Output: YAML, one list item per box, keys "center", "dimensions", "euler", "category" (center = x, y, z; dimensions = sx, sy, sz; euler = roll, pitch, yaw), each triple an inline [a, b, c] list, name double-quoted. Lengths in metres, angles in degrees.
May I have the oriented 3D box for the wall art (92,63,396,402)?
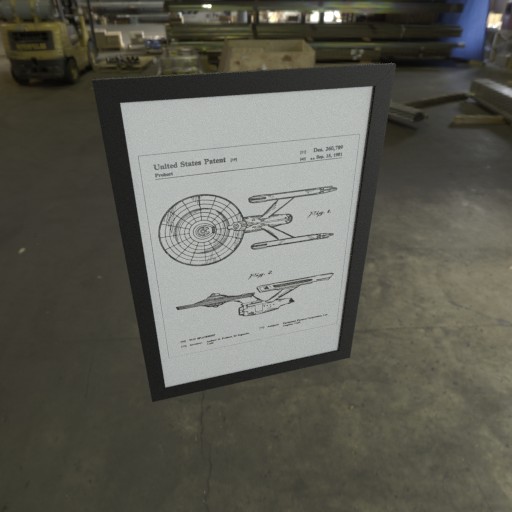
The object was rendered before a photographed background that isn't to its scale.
- center: [0.000, 0.000, 0.678]
  dimensions: [0.379, 0.530, 0.008]
  euler: [-9, 33, -14]
  category: "wall art"
